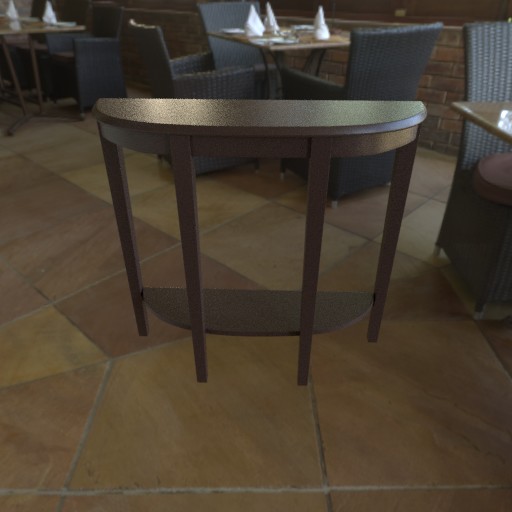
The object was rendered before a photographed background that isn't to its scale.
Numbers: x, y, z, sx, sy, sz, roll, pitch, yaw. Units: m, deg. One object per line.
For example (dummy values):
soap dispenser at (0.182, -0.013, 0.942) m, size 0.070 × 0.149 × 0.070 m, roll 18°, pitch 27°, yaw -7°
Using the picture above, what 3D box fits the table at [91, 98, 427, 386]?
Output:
table at (0.000, 0.000, 1.308) m, size 0.909 × 0.831 × 0.274 m, roll 1°, pitch 32°, yaw 2°
